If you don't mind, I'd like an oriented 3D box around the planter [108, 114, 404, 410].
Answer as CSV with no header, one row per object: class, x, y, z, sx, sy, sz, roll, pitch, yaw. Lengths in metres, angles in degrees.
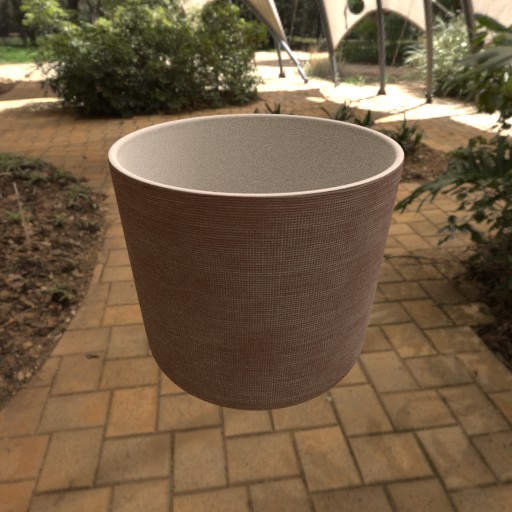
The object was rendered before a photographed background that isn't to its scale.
planter,0.000,0.000,0.780,0.440,0.398,0.440,0,29,0
